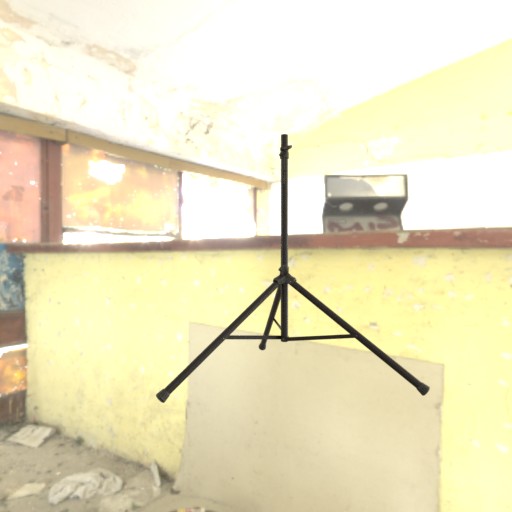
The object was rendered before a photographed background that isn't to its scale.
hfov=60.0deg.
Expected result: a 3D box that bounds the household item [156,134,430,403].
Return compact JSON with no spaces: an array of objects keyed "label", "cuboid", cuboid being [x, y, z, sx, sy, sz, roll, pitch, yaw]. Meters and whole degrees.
[{"label":"household item","cuboid":[0.000,0.000,2.793,1.339,1.595,1.596,0,0,-35]}]
